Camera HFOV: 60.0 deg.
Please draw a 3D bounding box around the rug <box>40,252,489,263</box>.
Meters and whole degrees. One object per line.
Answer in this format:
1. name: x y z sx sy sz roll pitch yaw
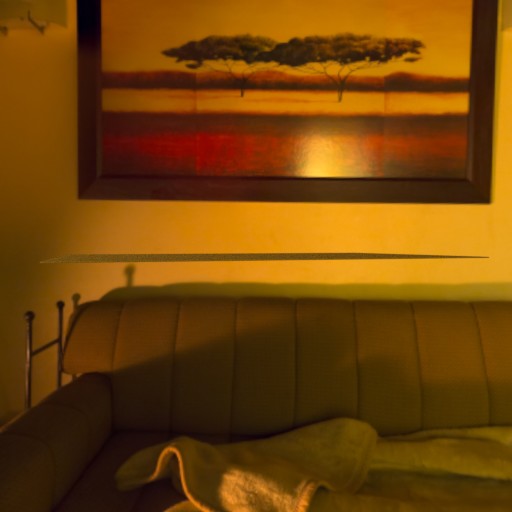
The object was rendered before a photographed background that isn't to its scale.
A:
1. rug: 0.000 0.000 2.972 2.438 0.008 1.523 0 1 -19
